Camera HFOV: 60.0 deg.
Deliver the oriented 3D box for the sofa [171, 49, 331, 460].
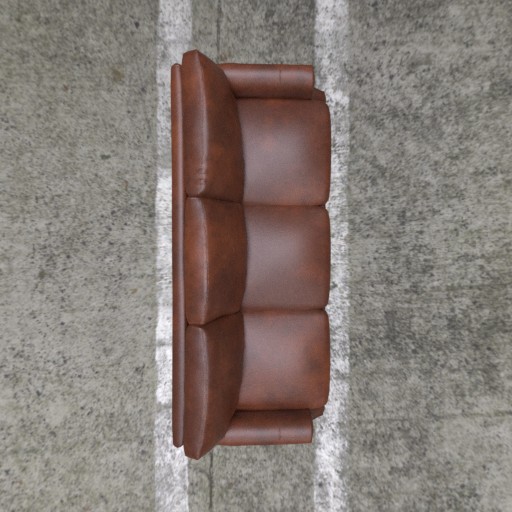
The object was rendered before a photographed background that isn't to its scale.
[{"bbox_3d":[0.000,0.000,2.821,0.973,0.977,2.351,0,92,0],"label":"sofa"}]
